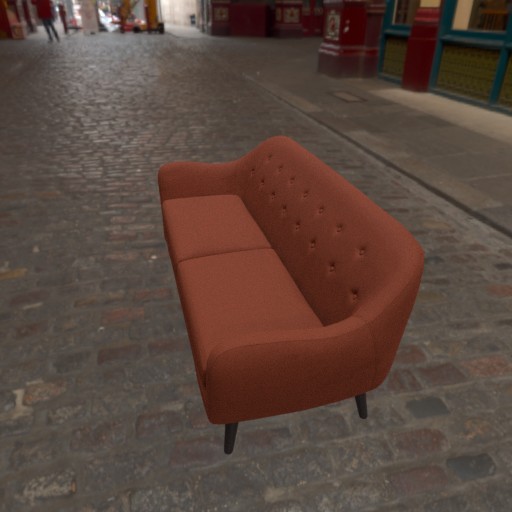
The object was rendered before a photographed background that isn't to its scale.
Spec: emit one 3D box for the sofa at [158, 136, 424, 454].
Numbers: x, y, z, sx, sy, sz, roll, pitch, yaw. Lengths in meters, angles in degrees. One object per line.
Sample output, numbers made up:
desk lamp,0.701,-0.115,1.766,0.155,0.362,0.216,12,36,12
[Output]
sofa,0.000,0.000,2.254,0.820,0.836,1.840,-8,31,-14
